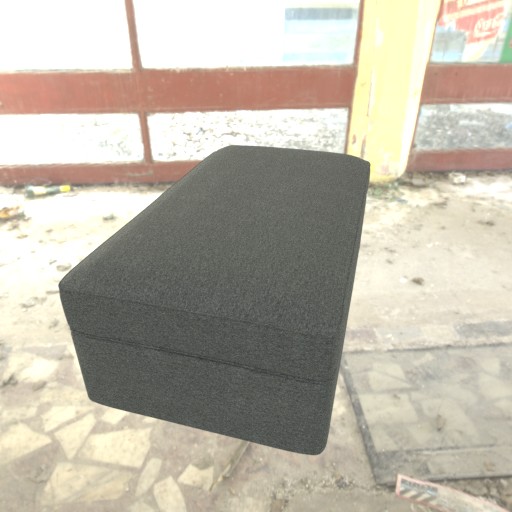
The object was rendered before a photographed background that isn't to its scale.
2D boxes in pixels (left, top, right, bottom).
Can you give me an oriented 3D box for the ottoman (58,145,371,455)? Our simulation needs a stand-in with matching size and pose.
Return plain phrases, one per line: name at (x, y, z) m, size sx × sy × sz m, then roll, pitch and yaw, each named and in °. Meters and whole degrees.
ottoman at (0.000, 0.000, 1.544) m, size 0.681 × 0.494 × 1.173 m, roll 8°, pitch 31°, yaw 14°
